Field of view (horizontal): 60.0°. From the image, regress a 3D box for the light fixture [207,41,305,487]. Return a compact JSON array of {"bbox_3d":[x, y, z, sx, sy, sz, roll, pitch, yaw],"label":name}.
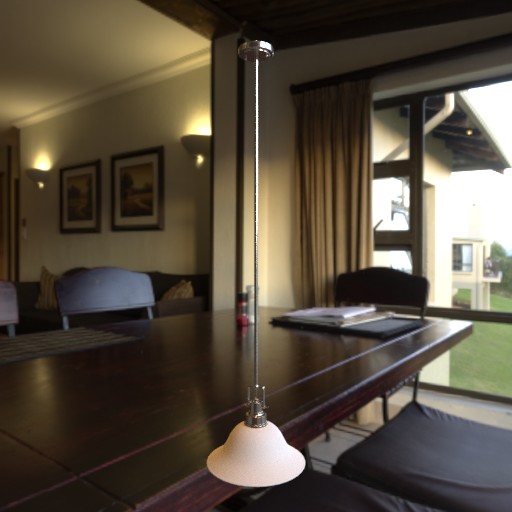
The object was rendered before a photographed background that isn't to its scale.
[{"bbox_3d":[0.000,0.000,1.456,0.324,1.354,0.324,0,1,18],"label":"light fixture"}]
